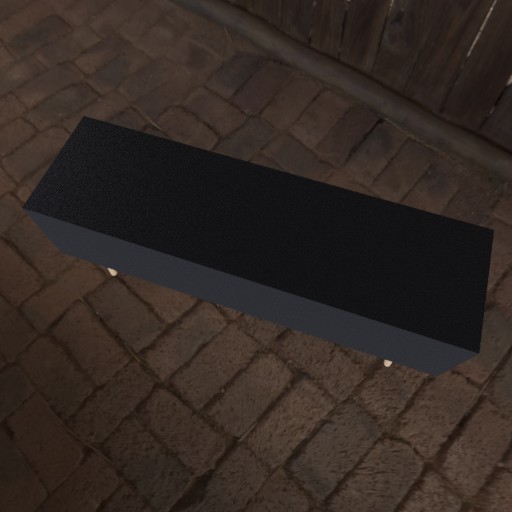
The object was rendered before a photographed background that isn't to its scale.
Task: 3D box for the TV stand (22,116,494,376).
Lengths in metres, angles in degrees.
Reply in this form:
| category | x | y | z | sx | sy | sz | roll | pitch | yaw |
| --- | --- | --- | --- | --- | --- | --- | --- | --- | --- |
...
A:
| category | x | y | z | sx | sy | sz | roll | pitch | yaw |
| --- | --- | --- | --- | --- | --- | --- | --- | --- | --- |
| TV stand | 0.000 | 0.000 | 1.511 | 1.312 | 0.518 | 0.390 | 17 | 65 | 8 |
